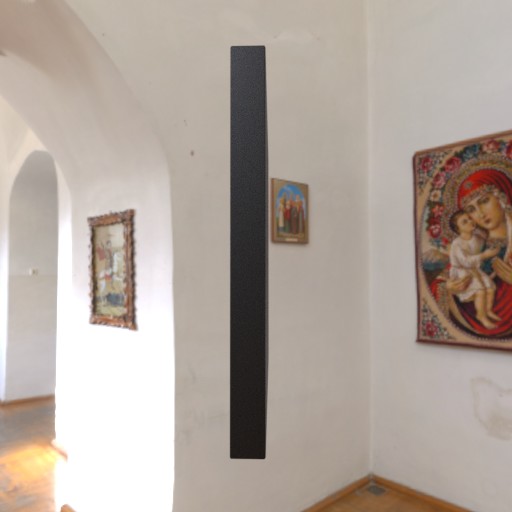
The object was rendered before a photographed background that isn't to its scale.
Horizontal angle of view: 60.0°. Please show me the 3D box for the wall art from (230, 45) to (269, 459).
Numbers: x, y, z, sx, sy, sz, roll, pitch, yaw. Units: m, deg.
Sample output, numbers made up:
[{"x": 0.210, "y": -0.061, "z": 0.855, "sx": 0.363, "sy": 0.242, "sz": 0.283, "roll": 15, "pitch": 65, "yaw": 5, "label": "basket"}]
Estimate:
[{"x": 0.000, "y": 0.000, "z": 0.543, "sx": 0.028, "sy": 0.330, "sz": 0.380, "roll": 0, "pitch": -1, "yaw": 2, "label": "wall art"}]
